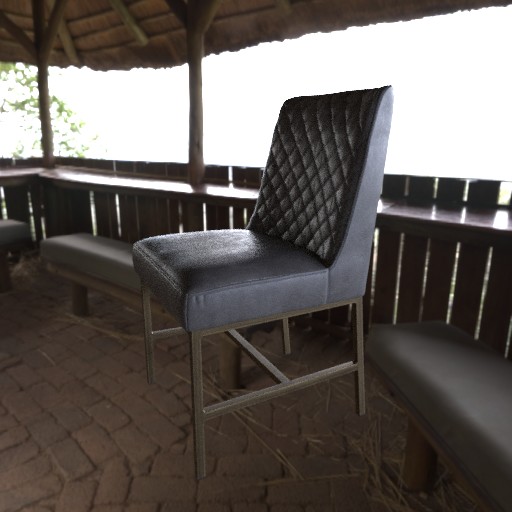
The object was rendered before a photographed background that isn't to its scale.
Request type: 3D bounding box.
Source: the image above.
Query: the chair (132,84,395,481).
[{"bbox_3d":[0.000,0.000,1.227,0.587,0.889,0.508,-7,17,-26],"label":"chair"}]
